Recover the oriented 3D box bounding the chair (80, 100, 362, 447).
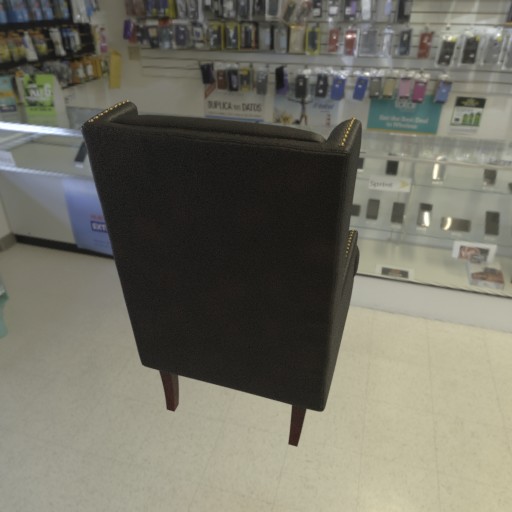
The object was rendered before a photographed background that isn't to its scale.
[{"bbox_3d":[0.000,0.000,1.626,0.703,1.142,0.799,10,32,16],"label":"chair"}]
